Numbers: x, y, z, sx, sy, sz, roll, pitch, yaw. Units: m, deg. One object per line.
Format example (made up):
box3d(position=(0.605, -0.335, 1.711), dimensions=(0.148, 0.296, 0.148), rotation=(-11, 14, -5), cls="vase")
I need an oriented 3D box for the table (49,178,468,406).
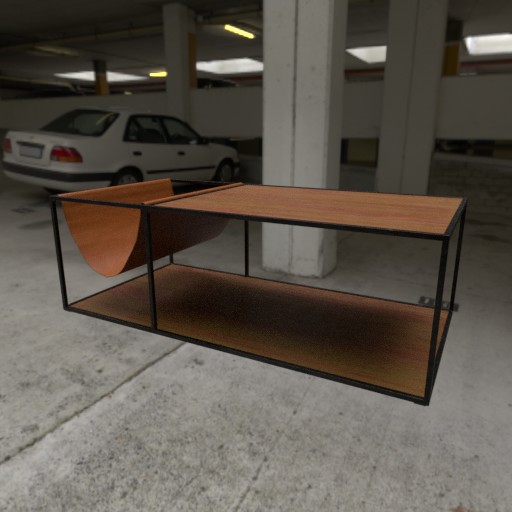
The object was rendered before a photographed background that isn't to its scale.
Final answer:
box3d(position=(0.000, 0.000, 1.470), dimensions=(1.199, 0.403, 0.597), rotation=(8, 18, 27), cls="table")
